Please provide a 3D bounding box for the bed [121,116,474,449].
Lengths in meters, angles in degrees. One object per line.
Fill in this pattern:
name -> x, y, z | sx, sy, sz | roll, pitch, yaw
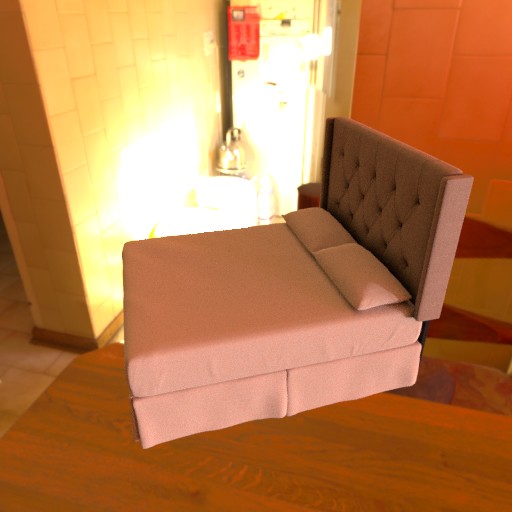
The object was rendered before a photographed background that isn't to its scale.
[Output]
bed -> 0.000, 0.000, 3.351 | 2.066, 1.665, 1.719 | -7, 30, -13
